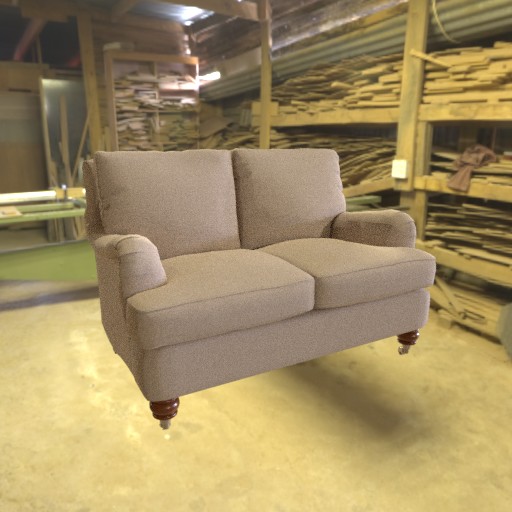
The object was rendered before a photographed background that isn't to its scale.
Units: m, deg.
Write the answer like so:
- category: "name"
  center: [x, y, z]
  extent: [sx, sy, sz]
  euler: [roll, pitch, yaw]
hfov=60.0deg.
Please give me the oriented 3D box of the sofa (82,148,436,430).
- category: "sofa"
  center: [0.000, 0.000, 2.235]
  extent: [1.508, 1.048, 1.087]
  euler: [-8, 16, -28]
